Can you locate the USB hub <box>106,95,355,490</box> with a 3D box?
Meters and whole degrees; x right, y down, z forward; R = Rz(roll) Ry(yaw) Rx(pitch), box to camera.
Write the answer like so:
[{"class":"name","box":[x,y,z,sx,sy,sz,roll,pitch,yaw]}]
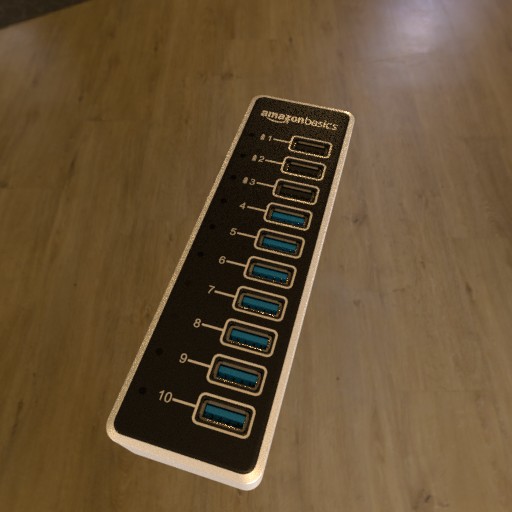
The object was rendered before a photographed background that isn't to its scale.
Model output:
[{"class":"USB hub","box":[0.000,0.000,0.161,0.044,0.023,0.145,14,60,9]}]
